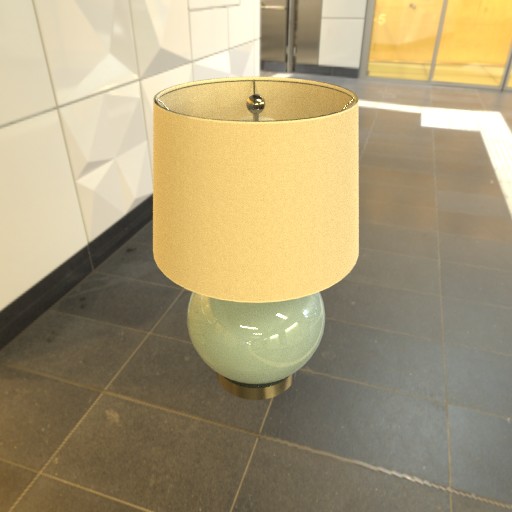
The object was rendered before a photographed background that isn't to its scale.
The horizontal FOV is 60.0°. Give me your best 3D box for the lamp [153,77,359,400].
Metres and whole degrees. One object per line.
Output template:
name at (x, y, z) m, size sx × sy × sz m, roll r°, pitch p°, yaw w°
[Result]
lamp at (0.000, 0.000, 0.553) m, size 0.247 × 0.387 × 0.247 m, roll 0°, pitch 32°, yaw 0°
